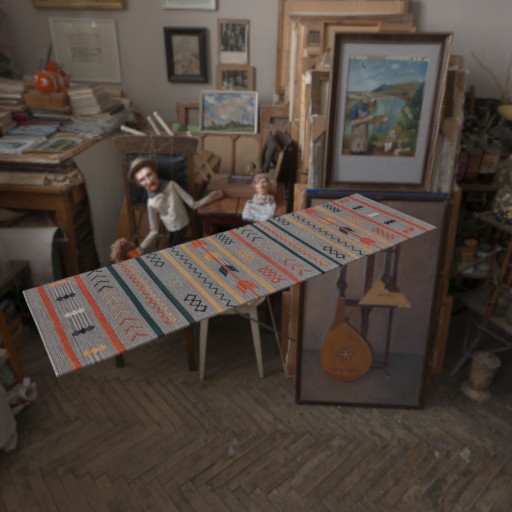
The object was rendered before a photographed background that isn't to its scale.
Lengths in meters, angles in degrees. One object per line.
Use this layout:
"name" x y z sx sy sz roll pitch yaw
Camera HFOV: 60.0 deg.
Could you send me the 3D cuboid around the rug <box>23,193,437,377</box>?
"rug" 0.000 0.000 2.619 2.419 0.022 0.744 -18 34 -29
